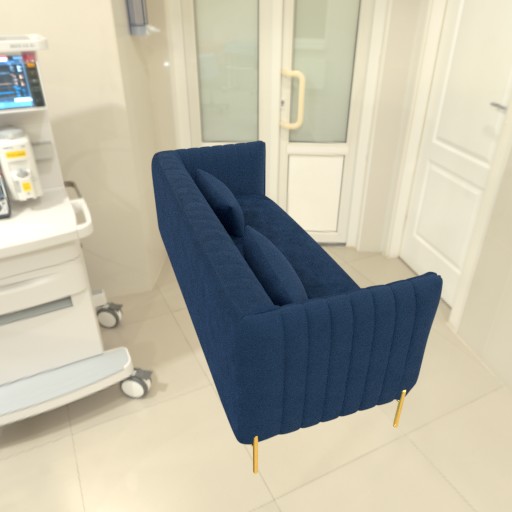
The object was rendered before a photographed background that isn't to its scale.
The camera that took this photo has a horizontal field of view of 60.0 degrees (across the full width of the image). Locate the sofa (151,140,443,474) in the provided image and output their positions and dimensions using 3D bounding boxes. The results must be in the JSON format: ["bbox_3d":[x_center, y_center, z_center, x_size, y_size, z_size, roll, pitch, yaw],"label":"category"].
[{"bbox_3d":[0.000,0.000,2.614,0.896,0.793,2.136,-10,32,-17],"label":"sofa"}]
